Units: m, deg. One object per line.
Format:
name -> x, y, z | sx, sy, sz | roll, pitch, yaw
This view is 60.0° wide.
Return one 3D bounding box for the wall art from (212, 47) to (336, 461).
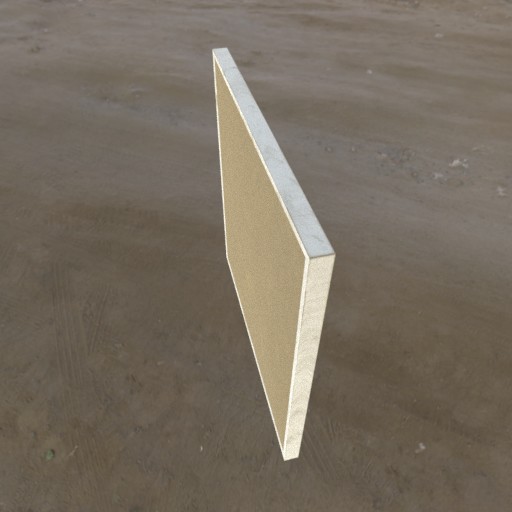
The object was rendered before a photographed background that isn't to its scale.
wall art -> 0.000, 0.000, 1.140 | 0.038, 0.757, 0.760 | -10, 47, -10
